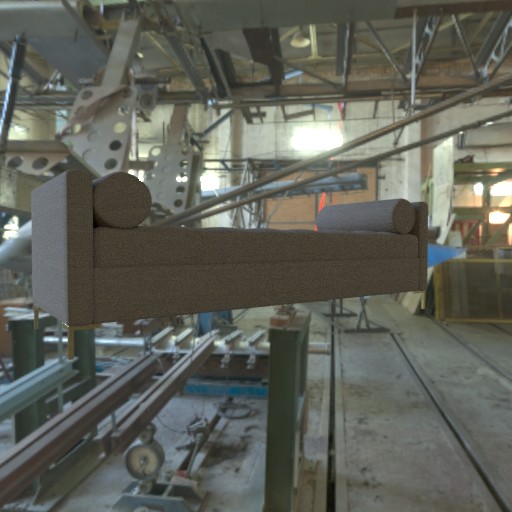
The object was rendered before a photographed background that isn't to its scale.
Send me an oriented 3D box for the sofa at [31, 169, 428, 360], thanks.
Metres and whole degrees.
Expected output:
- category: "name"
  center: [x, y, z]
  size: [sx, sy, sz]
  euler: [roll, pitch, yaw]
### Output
- category: "sofa"
  center: [0.000, 0.000, 2.278]
  size: [1.981, 0.635, 0.686]
  euler: [-1, 2, -35]
